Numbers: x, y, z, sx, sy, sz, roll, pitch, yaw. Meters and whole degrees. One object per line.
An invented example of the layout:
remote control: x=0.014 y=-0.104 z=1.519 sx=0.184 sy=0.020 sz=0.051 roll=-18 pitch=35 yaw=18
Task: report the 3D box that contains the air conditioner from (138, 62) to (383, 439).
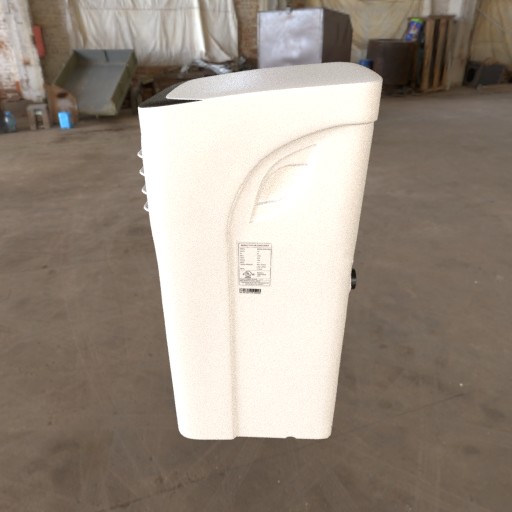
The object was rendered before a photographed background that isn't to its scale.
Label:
air conditioner: x=0.000 y=0.000 z=0.898 sx=0.369 sy=0.716 sz=0.352 roll=0 pitch=27 yaw=0
